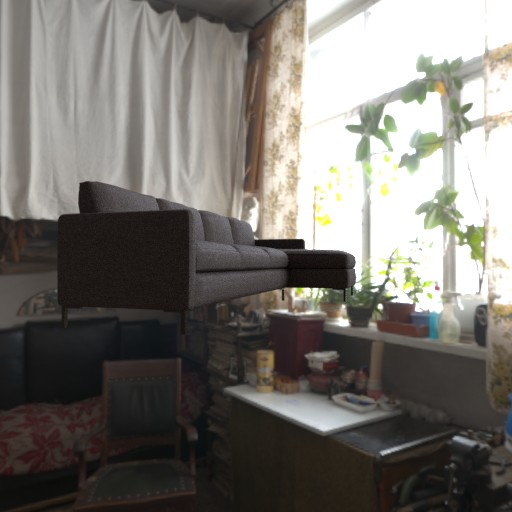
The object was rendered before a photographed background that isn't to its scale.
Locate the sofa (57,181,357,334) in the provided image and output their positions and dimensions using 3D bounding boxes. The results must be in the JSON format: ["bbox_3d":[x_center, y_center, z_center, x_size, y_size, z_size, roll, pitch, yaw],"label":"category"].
[{"bbox_3d":[0.000,0.000,3.903,1.483,0.892,3.221,0,-1,18],"label":"sofa"}]
